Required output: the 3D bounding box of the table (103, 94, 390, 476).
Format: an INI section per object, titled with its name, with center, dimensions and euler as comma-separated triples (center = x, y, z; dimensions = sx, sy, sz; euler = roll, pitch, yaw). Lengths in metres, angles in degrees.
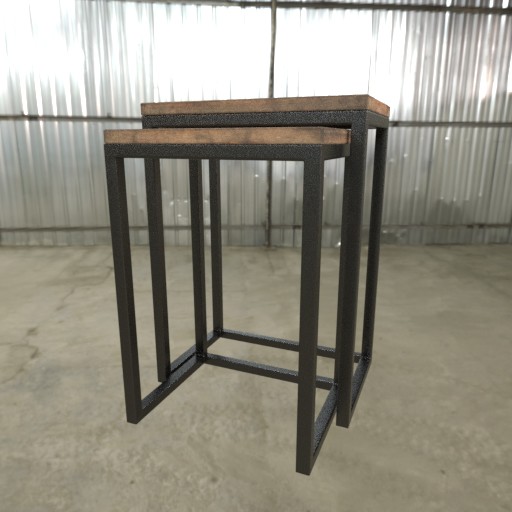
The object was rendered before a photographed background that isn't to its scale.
[table]
center = 0.000, 0.000, 0.934
dimensions = 0.456, 0.615, 0.460
euler = 7, 16, 24
